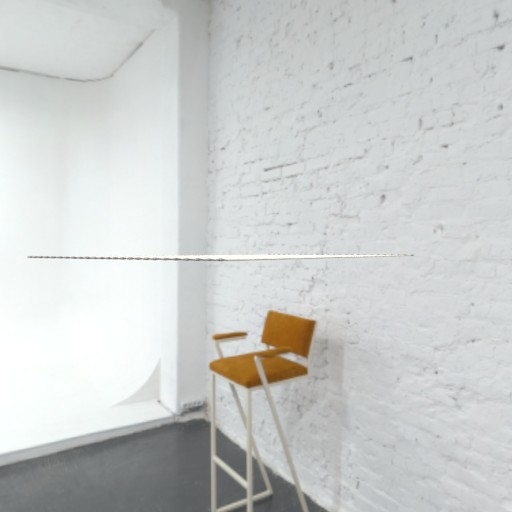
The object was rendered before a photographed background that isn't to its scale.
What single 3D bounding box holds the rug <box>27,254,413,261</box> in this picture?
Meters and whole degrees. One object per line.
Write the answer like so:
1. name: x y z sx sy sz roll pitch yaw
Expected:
1. rug: 0.000 0.000 2.618 1.229 0.011 2.096 0 1 36
